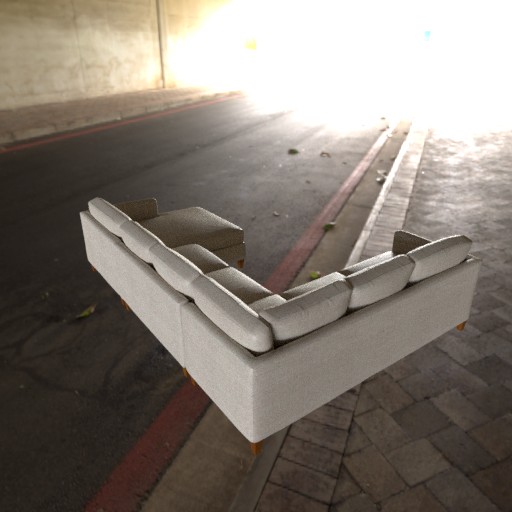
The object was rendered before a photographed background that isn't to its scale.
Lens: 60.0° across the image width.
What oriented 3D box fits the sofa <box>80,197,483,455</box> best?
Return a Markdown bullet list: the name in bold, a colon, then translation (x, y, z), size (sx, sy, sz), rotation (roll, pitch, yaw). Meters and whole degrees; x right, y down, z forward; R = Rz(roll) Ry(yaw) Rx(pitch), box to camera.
- **sofa**: translation (0.000, 0.000, 4.641), size (2.594, 0.961, 3.460), rotation (-17, 30, -32)
